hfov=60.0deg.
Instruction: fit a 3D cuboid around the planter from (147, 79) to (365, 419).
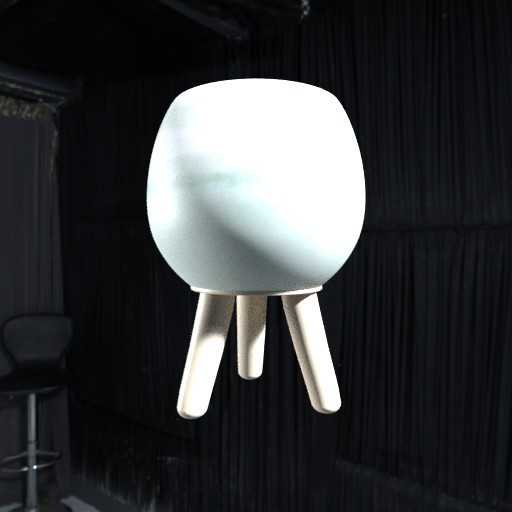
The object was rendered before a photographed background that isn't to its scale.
[{"bbox_3d":[0.000,0.000,0.339,0.161,0.224,0.161,0,2,0],"label":"planter"}]
